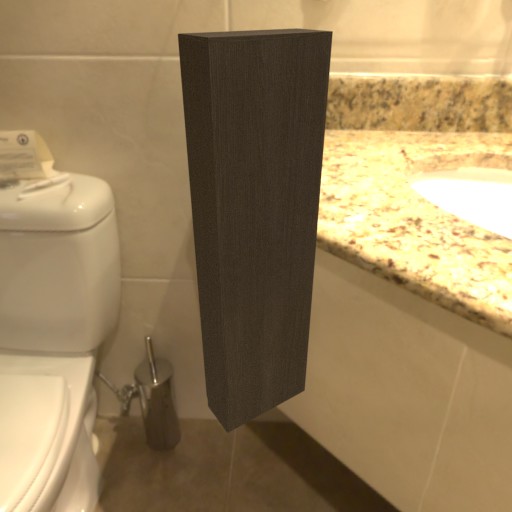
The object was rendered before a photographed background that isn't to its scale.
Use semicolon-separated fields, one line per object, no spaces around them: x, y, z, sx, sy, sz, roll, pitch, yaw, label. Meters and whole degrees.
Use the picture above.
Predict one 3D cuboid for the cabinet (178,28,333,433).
0.000;0.000;1.982;0.500;1.790;0.230;-19;35;-29;cabinet
